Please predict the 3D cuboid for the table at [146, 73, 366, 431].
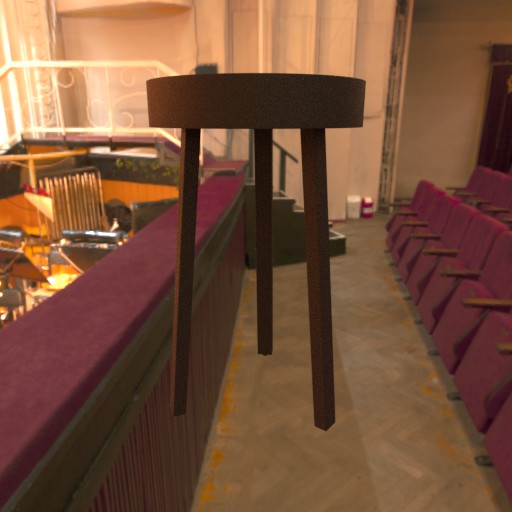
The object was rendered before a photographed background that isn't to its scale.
[{"bbox_3d":[0.000,0.000,0.943,0.406,0.686,0.406,3,17,9],"label":"table"}]
